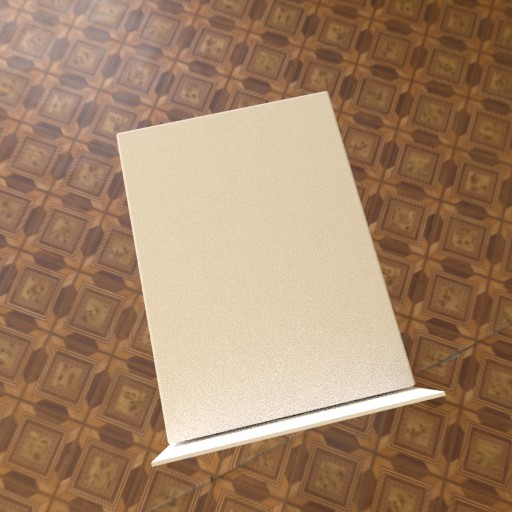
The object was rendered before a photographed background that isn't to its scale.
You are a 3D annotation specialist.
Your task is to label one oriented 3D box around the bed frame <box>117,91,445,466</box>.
[{"bbox_3d":[0.000,0.000,2.655,1.400,0.800,1.900,-12,77,-3],"label":"bed frame"}]
